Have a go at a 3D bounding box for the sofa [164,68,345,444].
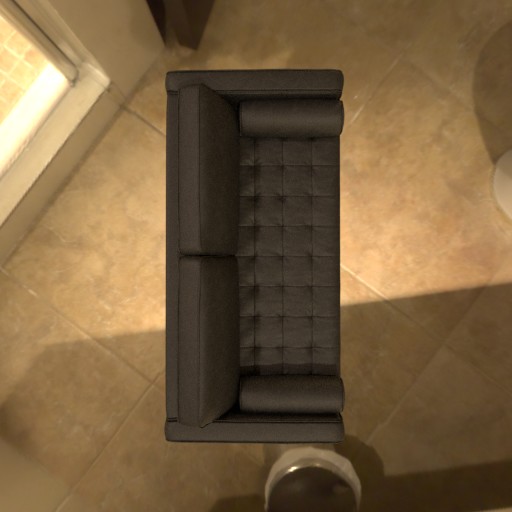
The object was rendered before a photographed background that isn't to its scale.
[{"bbox_3d":[0.000,0.000,2.381,0.921,0.770,1.879,0,89,1],"label":"sofa"}]
